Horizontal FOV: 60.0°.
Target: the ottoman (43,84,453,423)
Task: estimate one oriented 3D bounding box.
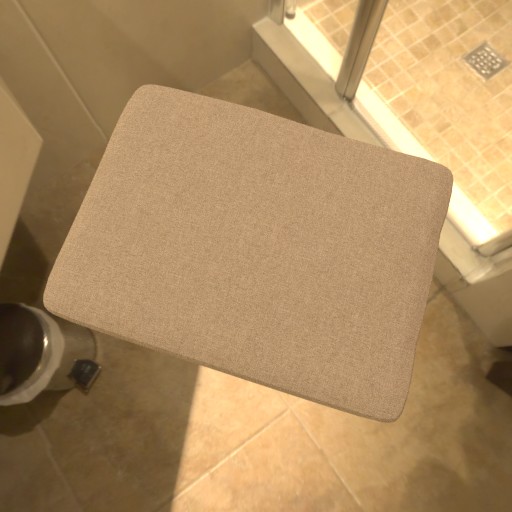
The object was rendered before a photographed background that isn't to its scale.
[{"bbox_3d":[0.000,0.000,1.294,0.898,0.519,0.677,17,76,5],"label":"ottoman"}]
